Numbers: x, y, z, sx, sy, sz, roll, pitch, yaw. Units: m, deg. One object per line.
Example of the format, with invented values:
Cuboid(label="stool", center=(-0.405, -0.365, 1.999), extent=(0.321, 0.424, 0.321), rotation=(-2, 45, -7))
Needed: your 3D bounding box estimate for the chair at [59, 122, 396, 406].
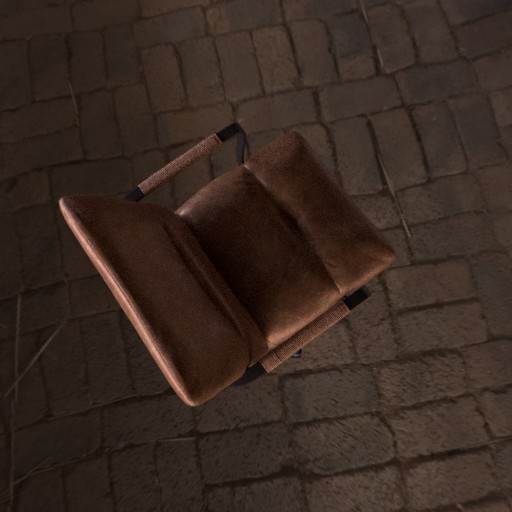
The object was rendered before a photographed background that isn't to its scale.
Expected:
Cuboid(label="chair", center=(0.000, 0.000, 1.454), extent=(0.754, 0.922, 0.727), rotation=(-35, 79, -8))
